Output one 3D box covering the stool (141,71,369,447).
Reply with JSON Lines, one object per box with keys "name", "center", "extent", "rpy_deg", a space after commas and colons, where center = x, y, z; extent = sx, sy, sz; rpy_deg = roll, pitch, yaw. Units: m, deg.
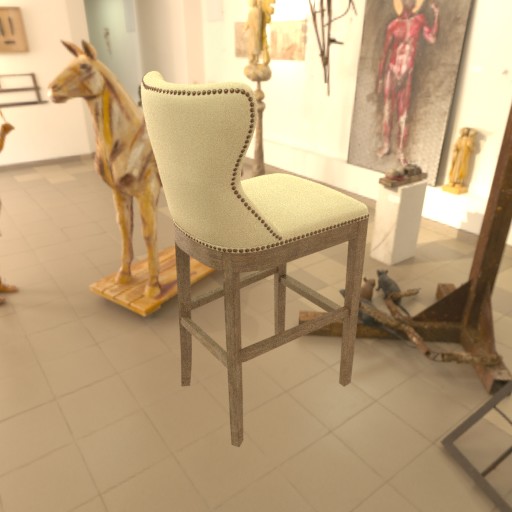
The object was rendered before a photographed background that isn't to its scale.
{"name": "stool", "center": [0.000, 0.000, 1.462], "extent": [0.606, 1.123, 0.494], "rpy_deg": [-19, 32, -33]}
